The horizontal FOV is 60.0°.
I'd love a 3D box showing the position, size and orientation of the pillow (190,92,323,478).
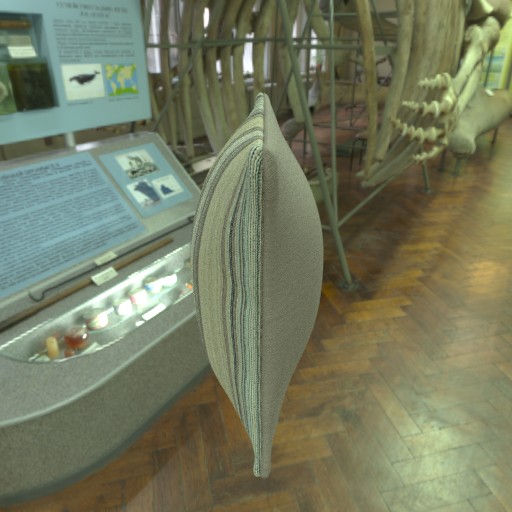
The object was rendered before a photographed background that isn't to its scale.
[{"bbox_3d":[0.000,0.000,0.656,0.189,0.416,0.435,0,26,1],"label":"pillow"}]
